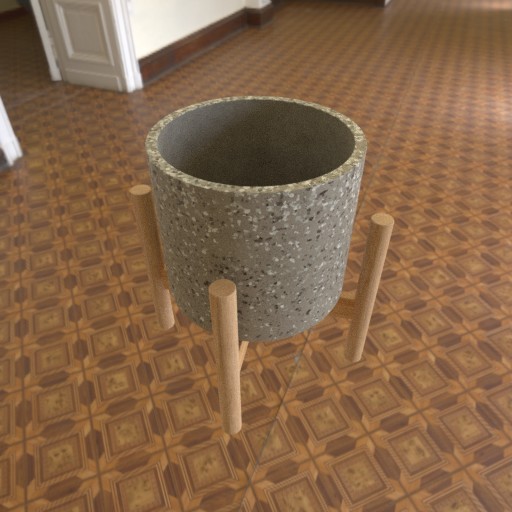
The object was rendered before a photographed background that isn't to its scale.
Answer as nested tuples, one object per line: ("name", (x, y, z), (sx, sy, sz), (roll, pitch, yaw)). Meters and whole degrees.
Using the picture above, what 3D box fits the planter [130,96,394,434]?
("planter", (0.000, 0.000, 0.554), (0.284, 0.320, 0.284), (24, 46, 26))
